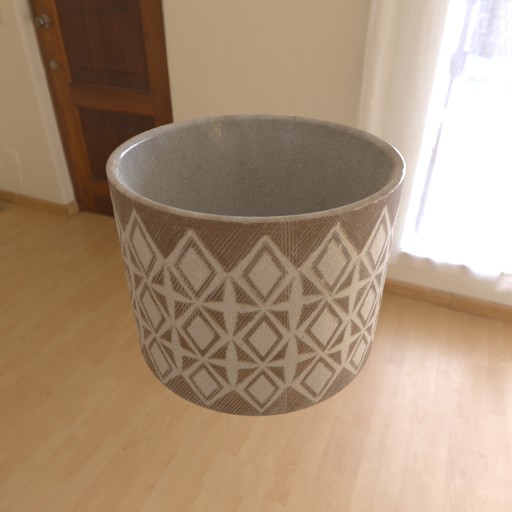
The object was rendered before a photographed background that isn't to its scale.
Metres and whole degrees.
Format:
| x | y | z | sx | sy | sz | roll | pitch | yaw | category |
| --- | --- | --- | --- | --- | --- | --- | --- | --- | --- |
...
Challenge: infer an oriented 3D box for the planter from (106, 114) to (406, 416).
| x | y | z | sx | sy | sz | roll | pitch | yaw | category |
| --- | --- | --- | --- | --- | --- | --- | --- | --- | --- |
| 0.000 | 0.000 | 0.340 | 0.193 | 0.165 | 0.193 | 0 | 33 | 0 | planter |
